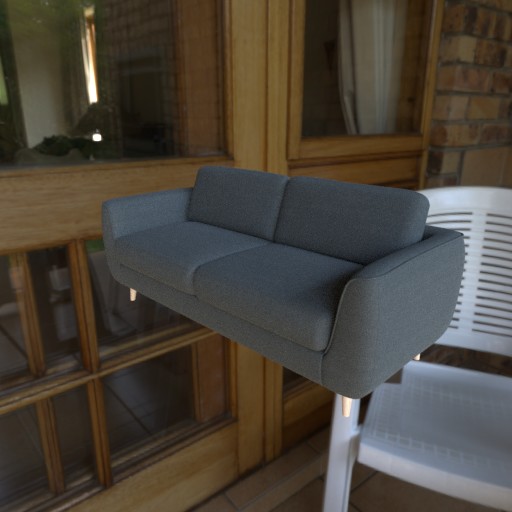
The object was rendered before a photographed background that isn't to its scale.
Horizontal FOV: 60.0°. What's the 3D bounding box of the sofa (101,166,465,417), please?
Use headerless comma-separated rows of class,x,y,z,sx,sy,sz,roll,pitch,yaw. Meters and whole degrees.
sofa,0.000,0.000,2.465,0.920,0.850,2.000,-17,24,-42
